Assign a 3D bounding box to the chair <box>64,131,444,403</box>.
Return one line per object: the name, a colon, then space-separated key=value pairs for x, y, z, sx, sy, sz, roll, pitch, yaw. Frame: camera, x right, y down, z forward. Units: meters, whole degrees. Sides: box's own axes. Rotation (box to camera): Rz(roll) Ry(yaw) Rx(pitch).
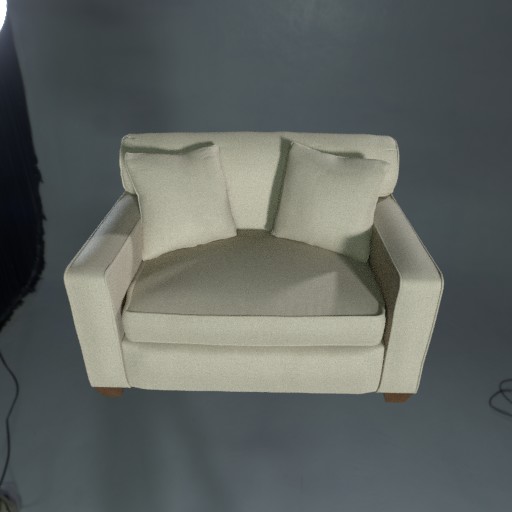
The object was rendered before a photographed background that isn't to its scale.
chair: x=0.000 y=0.000 z=2.053 sx=1.383 sy=0.948 sz=1.000 roll=1 pitch=30 yaw=1
